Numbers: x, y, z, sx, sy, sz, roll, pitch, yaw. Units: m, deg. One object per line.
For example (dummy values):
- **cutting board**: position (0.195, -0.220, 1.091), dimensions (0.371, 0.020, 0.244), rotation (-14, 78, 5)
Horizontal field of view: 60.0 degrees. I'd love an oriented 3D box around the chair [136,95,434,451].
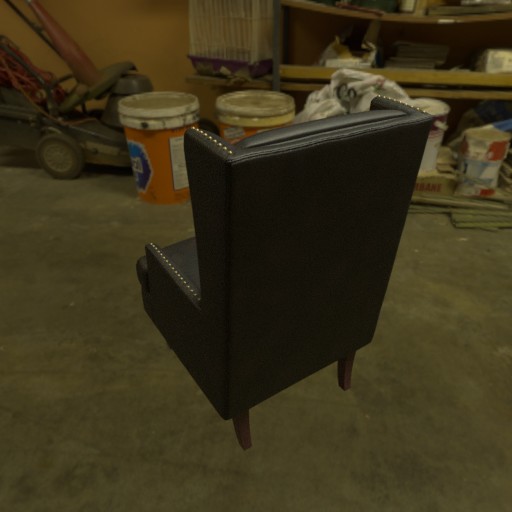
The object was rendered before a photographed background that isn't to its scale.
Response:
- **chair**: position (0.000, 0.000, 1.644), dimensions (0.703, 1.142, 0.799), rotation (-19, 36, -28)
